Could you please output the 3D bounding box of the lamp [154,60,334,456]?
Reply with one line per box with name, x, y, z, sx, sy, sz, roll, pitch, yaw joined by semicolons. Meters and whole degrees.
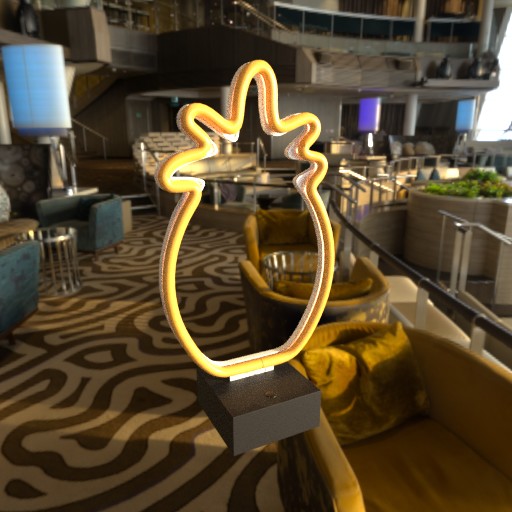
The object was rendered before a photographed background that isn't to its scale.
lamp;0.000;0.000;0.387;0.167;0.317;0.088;-8;17;-26
